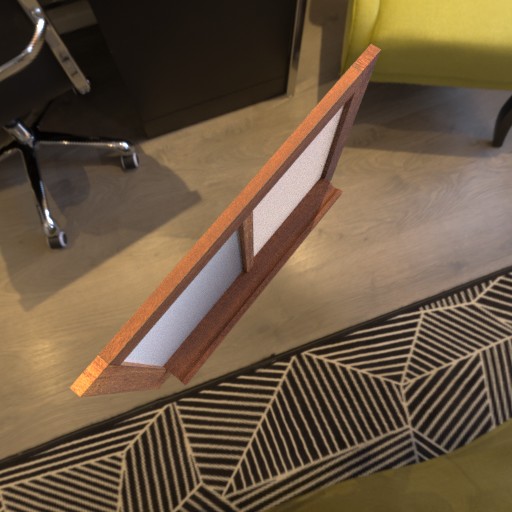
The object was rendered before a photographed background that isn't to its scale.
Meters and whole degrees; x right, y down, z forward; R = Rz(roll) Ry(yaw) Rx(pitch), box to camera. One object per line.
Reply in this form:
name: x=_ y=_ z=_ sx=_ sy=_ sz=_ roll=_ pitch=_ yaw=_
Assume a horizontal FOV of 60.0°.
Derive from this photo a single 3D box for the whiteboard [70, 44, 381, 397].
whiteboard: x=0.000 y=0.000 z=1.002 sx=0.083 sy=0.559 sz=0.783 roll=38 pitch=78 yaw=10
